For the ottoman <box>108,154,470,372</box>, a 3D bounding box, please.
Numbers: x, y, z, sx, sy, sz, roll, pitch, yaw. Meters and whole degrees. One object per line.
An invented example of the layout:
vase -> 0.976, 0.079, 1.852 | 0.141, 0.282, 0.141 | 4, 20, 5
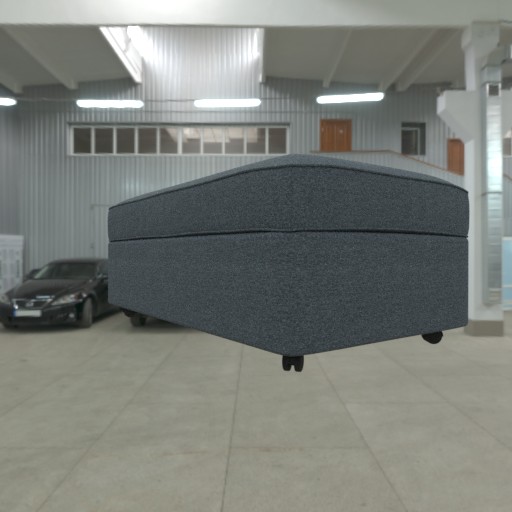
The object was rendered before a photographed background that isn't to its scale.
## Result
ottoman -> 0.000, 0.000, 1.526 | 0.681, 0.494, 1.173 | 0, 1, -36
